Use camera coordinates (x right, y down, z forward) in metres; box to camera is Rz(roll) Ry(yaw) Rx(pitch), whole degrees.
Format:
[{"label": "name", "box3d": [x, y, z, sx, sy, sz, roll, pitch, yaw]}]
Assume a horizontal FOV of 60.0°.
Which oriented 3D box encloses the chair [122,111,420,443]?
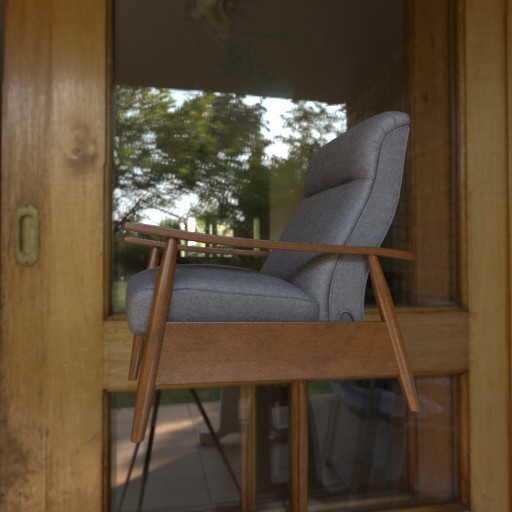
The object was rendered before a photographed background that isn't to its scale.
[{"label": "chair", "box3d": [0.000, 0.000, 1.755, 1.014, 1.081, 0.762, 0, -1, -17]}]
